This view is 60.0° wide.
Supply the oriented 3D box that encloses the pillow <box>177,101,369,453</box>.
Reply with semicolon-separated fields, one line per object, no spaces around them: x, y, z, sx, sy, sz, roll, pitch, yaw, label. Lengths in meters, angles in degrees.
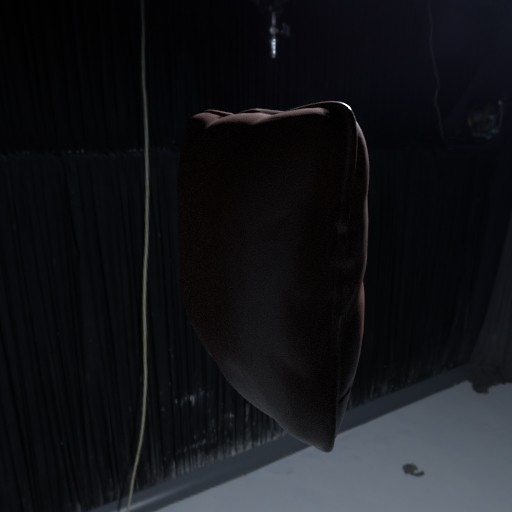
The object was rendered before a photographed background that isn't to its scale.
0.000;0.000;0.820;0.236;0.523;0.532;-9;19;-27;pillow
